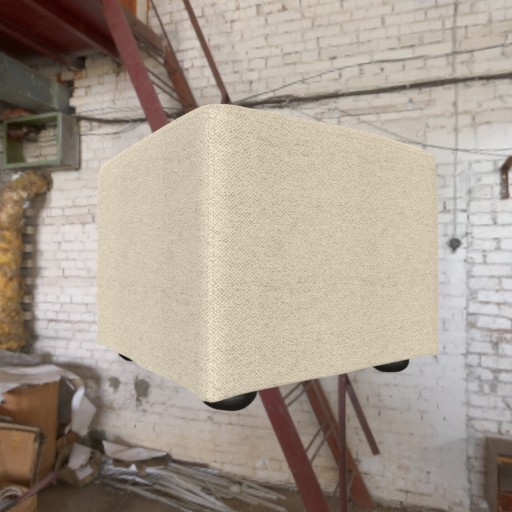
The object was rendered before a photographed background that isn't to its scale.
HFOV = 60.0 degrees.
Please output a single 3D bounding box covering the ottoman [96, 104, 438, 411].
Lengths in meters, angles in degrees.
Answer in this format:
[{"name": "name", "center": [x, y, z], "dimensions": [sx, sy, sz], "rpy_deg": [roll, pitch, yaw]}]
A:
[{"name": "ottoman", "center": [0.000, 0.000, 0.912], "dimensions": [0.512, 0.453, 0.521], "rpy_deg": [0, -1, -35]}]
